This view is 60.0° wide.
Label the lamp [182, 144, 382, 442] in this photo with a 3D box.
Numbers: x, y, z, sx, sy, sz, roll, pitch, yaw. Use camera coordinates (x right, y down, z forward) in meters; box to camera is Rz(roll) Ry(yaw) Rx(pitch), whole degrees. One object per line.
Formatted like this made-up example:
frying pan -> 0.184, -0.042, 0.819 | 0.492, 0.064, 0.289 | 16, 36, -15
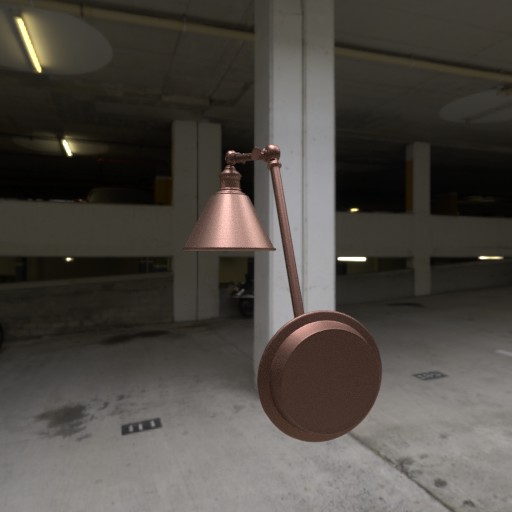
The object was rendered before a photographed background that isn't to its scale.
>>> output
lamp -> 0.000, 0.000, 0.871 | 0.223, 0.502, 0.624 | 0, 0, -18
